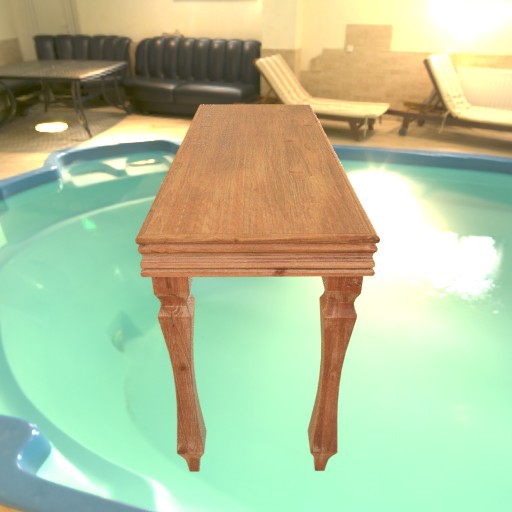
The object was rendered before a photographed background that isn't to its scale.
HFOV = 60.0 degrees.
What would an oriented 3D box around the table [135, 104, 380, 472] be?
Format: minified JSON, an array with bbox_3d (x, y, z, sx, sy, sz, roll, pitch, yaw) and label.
[{"bbox_3d":[0.000,0.000,1.733,0.522,0.873,1.330,0,30,0],"label":"table"}]
